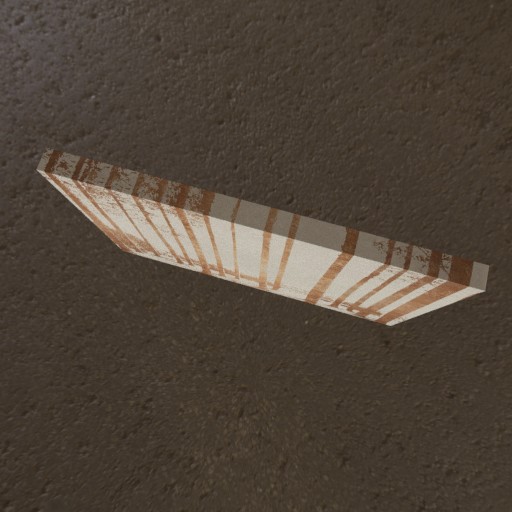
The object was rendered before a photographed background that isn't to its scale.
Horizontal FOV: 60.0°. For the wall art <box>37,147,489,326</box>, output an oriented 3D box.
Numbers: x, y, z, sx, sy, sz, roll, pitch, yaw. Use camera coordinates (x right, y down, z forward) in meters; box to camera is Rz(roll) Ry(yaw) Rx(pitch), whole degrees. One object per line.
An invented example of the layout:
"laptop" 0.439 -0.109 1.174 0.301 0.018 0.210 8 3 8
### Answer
"wall art" 0.000 0.000 0.778 0.609 0.405 0.035 15 75 4
